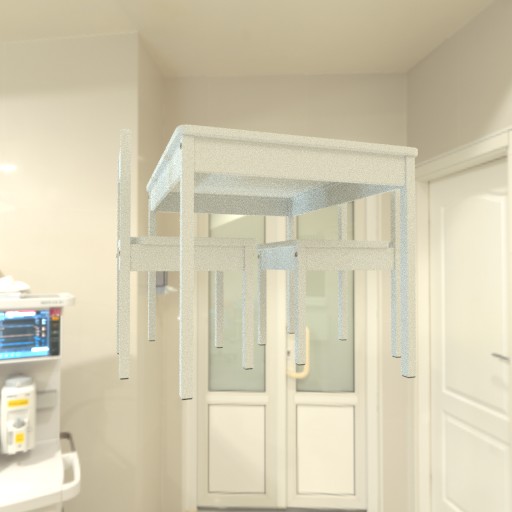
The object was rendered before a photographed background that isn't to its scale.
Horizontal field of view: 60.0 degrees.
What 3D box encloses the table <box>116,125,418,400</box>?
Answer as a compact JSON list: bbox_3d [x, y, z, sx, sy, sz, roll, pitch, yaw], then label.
[{"bbox_3d":[0.000,0.000,1.127,0.672,0.503,0.650,0,-1,-19],"label":"table"}]
